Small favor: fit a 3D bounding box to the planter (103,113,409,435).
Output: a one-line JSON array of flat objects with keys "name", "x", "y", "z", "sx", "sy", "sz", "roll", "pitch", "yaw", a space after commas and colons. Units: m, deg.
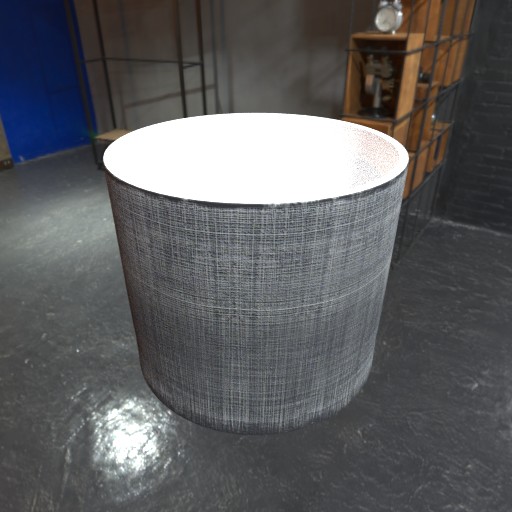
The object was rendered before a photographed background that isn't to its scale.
[{"name": "planter", "x": 0.000, "y": 0.000, "z": 0.438, "sx": 0.254, "sy": 0.221, "sz": 0.254, "roll": 0, "pitch": 30, "yaw": 0}]
